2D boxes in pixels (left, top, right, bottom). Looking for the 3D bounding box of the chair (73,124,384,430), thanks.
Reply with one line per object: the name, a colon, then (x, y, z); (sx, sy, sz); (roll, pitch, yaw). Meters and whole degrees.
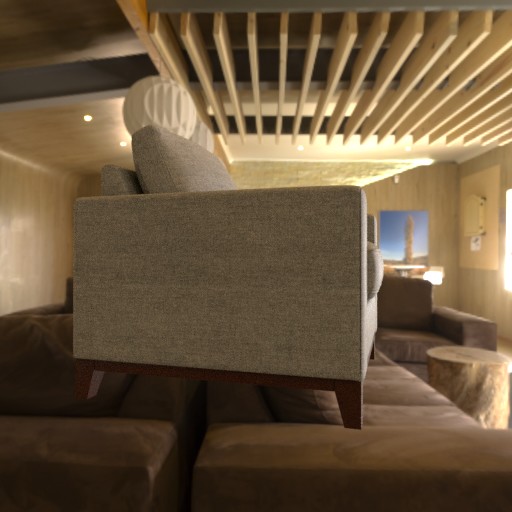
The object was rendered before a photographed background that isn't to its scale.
chair: (0.000, 0.000, 1.887); (1.038, 1.010, 1.024); (0, 0, 17)
